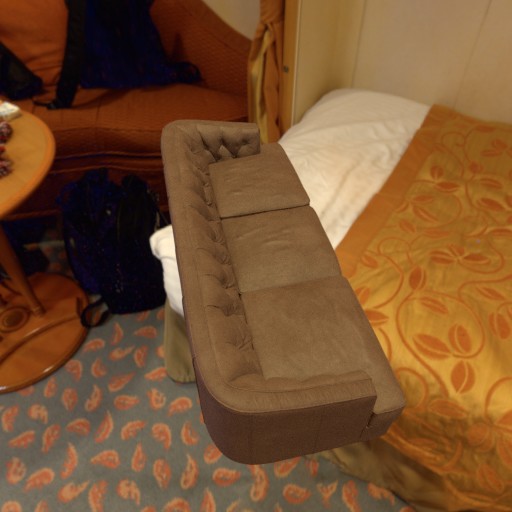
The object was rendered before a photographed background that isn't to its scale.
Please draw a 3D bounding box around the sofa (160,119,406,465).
[{"bbox_3d":[0.000,0.000,2.659,0.927,0.787,2.227,-9,46,-9],"label":"sofa"}]
